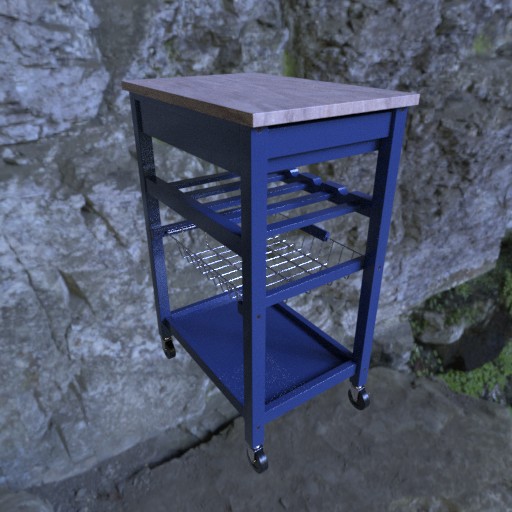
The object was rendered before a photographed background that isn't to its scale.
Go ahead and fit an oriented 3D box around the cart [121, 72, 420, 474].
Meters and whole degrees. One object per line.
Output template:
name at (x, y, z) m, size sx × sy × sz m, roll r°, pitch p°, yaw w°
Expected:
cart at (0.000, 0.000, 1.169) m, size 0.403 × 0.839 × 0.584 m, roll -18°, pitch 32°, yaw -30°
